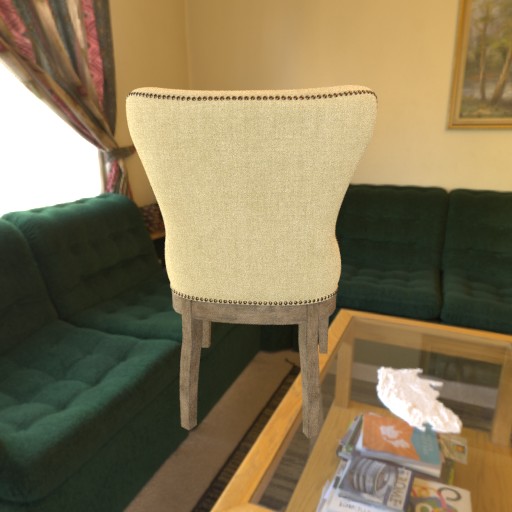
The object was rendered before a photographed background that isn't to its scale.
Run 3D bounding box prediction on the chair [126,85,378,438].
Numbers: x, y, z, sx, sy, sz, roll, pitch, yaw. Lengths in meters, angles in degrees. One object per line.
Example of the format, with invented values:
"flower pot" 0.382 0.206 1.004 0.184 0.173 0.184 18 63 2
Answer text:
"chair" 0.000 0.000 1.449 0.654 1.002 0.681 2 16 6
